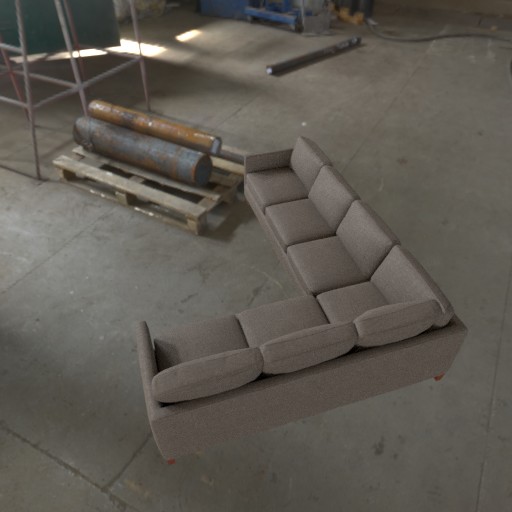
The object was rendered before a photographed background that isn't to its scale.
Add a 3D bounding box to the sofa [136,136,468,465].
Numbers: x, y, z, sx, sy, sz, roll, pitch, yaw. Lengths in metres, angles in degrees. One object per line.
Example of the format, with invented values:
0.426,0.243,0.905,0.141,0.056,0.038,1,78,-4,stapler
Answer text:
0.000,0.000,4.571,2.593,0.947,3.302,-12,43,-13,sofa
